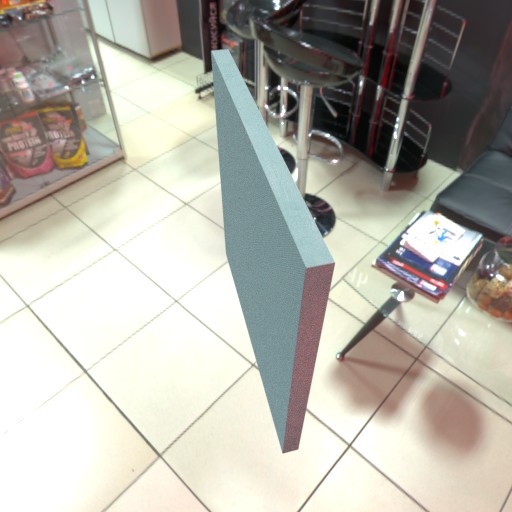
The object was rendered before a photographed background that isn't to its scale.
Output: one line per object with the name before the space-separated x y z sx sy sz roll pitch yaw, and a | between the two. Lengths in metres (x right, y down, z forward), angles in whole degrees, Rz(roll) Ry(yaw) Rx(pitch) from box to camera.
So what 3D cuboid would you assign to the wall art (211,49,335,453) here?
wall art | 0.000 0.000 0.925 0.036 0.603 0.603 -11 48 -10
